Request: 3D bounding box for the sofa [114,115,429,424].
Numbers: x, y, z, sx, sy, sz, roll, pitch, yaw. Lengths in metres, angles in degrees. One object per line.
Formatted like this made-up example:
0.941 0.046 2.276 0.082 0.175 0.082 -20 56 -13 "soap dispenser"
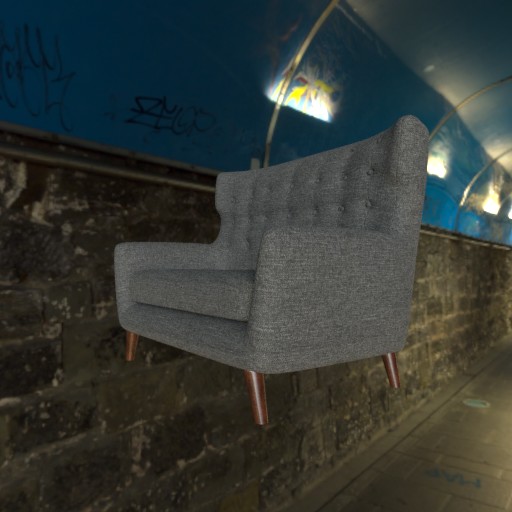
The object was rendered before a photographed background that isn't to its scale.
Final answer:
0.000 0.000 2.007 0.874 1.028 1.358 1 -1 -36 "sofa"
